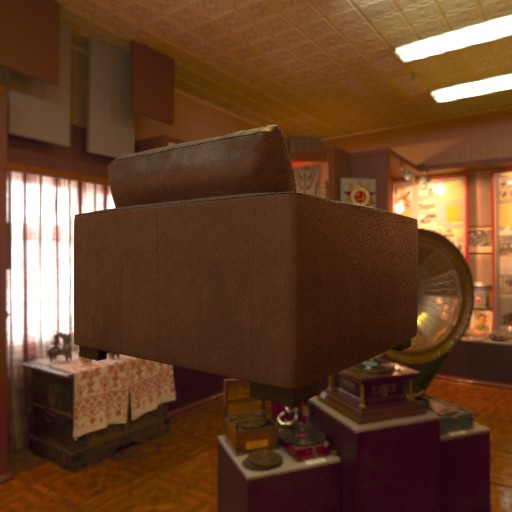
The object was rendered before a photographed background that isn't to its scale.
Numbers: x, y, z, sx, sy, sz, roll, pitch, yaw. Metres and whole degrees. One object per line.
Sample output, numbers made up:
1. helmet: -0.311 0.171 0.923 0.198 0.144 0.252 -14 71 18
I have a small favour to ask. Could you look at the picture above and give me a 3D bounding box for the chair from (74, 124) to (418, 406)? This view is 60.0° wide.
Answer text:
1. chair: 0.000 0.000 1.881 1.100 0.812 1.069 0 0 37
